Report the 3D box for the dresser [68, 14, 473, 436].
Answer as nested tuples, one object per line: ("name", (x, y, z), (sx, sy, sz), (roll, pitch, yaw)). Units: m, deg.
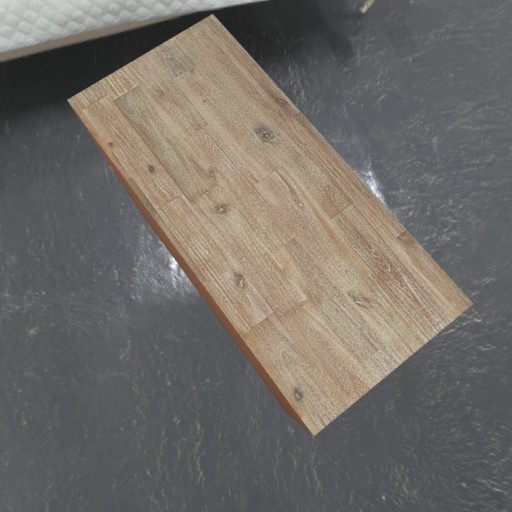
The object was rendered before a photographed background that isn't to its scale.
("dresser", (0.000, 0.000, 1.547), (0.455, 1.029, 0.998), (-36, 77, -10))
